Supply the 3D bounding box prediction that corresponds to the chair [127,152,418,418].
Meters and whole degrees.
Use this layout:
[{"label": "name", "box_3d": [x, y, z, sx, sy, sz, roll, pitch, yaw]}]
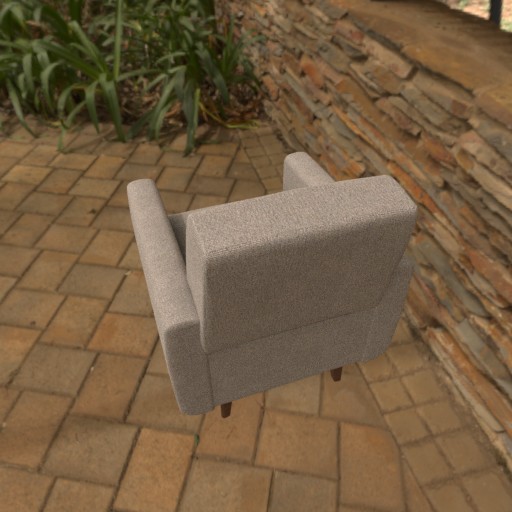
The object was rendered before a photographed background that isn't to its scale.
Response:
[{"label": "chair", "box_3d": [0.000, 0.000, 1.718, 0.845, 0.968, 0.942, -13, 42, -15]}]
